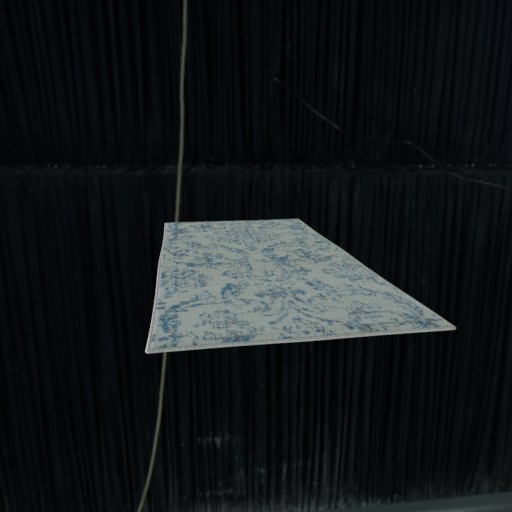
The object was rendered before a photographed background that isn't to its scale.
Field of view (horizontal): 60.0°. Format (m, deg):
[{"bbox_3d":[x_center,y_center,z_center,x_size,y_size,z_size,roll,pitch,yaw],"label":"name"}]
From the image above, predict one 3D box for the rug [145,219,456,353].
[{"bbox_3d":[0.000,0.000,1.411,0.605,0.007,1.220,-3,15,-9],"label":"rug"}]
